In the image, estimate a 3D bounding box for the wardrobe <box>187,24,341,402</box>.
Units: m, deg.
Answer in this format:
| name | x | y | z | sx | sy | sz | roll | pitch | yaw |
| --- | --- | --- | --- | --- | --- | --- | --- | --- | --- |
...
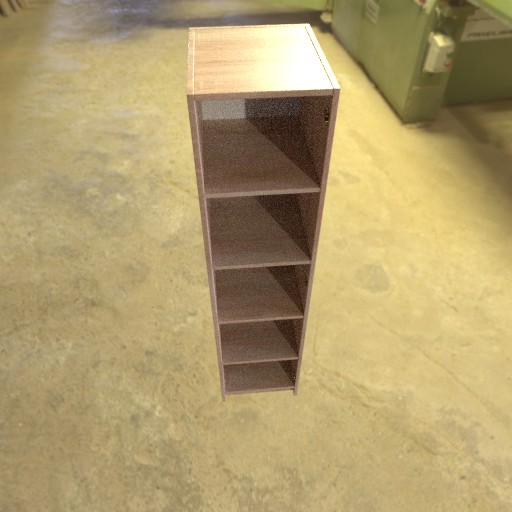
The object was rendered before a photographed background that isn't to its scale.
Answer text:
| name | x | y | z | sx | sy | sz | roll | pitch | yaw |
| --- | --- | --- | --- | --- | --- | --- | --- | --- | --- |
| wardrobe | 0.000 | 0.000 | 2.378 | 0.496 | 2.117 | 0.588 | -4 | 46 | -4 |
